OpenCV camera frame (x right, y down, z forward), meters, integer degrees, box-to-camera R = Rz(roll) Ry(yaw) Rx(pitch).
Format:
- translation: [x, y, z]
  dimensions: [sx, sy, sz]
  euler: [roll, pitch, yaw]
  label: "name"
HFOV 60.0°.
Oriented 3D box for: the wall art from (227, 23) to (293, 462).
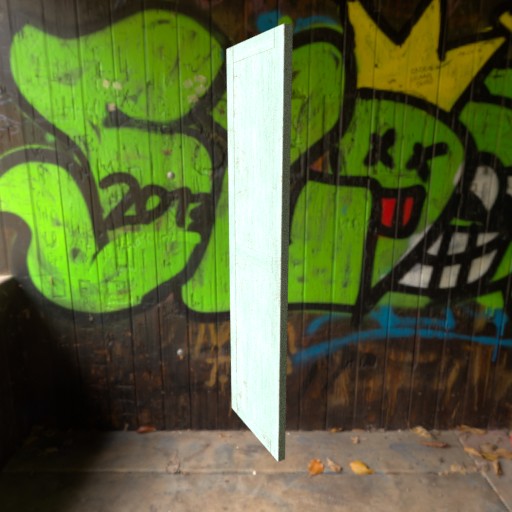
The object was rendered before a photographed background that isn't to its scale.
- translation: [0.000, 0.000, 1.350]
  dimensions: [0.025, 1.219, 0.329]
  euler: [-7, 16, -28]
  label: "wall art"
